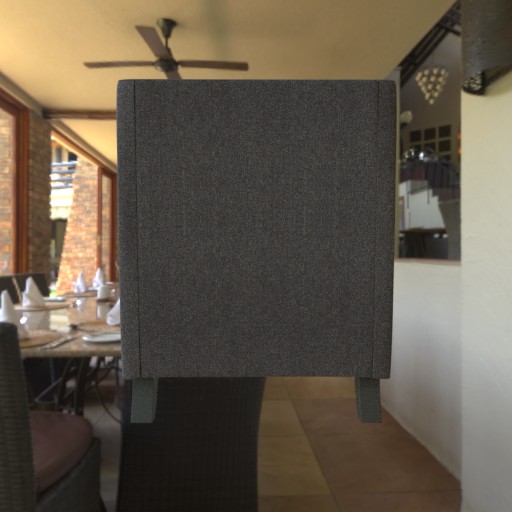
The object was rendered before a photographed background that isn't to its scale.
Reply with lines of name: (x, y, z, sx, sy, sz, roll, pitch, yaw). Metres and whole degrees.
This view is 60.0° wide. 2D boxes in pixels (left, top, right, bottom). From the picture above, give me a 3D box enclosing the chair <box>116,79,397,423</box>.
chair: (0.000, 0.000, 1.617, 0.776, 0.967, 0.884, 0, 0, 0)
